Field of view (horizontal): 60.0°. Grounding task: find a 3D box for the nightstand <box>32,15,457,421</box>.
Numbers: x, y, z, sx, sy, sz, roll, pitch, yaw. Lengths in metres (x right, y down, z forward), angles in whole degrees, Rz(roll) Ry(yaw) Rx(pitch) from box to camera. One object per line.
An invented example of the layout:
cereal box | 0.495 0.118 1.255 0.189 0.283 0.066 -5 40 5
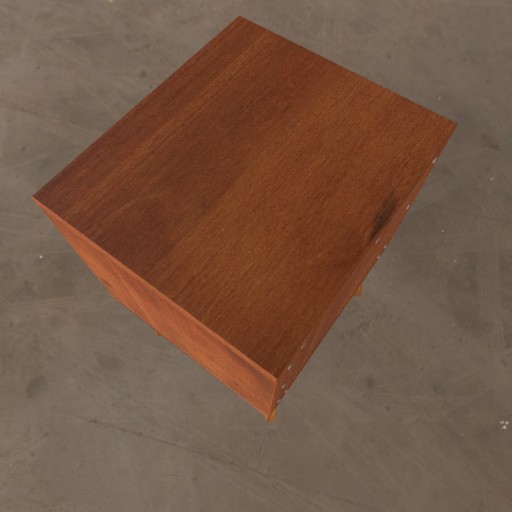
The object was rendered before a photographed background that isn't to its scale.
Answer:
nightstand | 0.000 0.000 0.899 0.411 0.618 0.460 34 69 15
